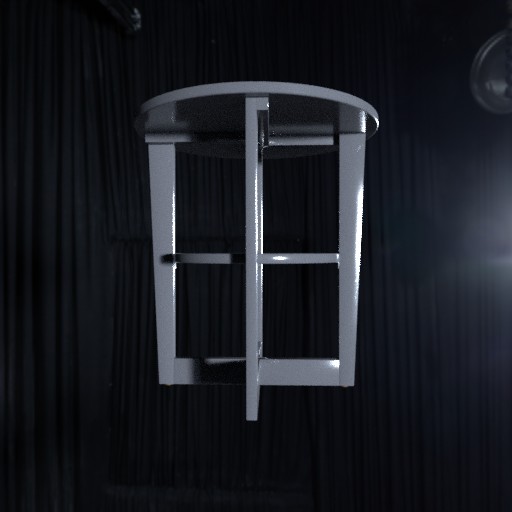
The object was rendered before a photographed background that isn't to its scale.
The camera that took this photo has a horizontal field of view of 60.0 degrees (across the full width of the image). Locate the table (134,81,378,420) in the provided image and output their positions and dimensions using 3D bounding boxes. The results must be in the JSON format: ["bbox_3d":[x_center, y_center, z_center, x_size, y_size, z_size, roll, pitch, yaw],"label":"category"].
[{"bbox_3d":[0.000,0.000,0.942,0.500,0.550,0.500,0,1,0],"label":"table"}]
